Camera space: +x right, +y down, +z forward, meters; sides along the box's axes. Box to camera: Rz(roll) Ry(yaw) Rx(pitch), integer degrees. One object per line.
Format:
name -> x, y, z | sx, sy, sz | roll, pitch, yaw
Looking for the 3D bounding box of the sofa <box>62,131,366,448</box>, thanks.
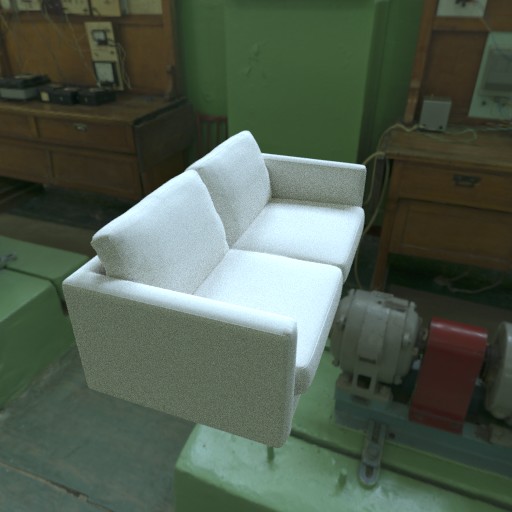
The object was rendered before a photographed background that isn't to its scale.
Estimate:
sofa -> 0.000, 0.000, 2.307 | 0.940, 0.893, 1.713 | 11, 33, 17
